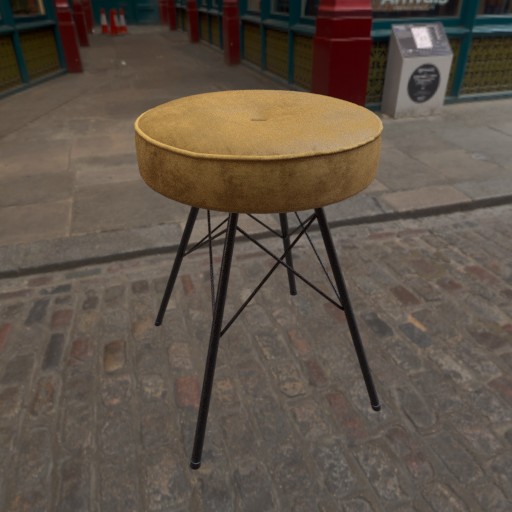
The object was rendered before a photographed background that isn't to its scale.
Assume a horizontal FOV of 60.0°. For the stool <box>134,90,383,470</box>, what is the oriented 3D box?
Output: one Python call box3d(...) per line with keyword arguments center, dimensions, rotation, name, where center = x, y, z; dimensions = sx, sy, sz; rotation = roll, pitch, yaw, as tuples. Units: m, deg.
box3d(center=(0.000, 0.000, 0.918), dimensions=(0.438, 0.595, 0.472), rotation=(-9, 33, -15), name="stool")
